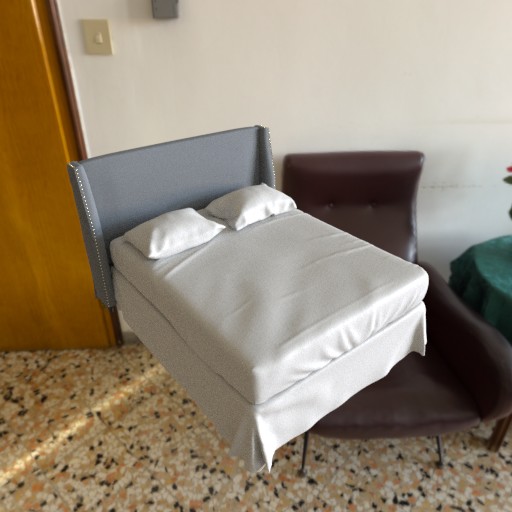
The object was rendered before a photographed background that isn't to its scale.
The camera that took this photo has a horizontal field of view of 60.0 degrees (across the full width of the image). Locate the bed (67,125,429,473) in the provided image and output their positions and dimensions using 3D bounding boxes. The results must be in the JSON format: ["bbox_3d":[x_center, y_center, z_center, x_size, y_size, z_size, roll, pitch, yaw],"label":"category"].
[{"bbox_3d":[0.000,0.000,3.438,1.925,1.332,2.276,-22,37,-32],"label":"bed"}]
